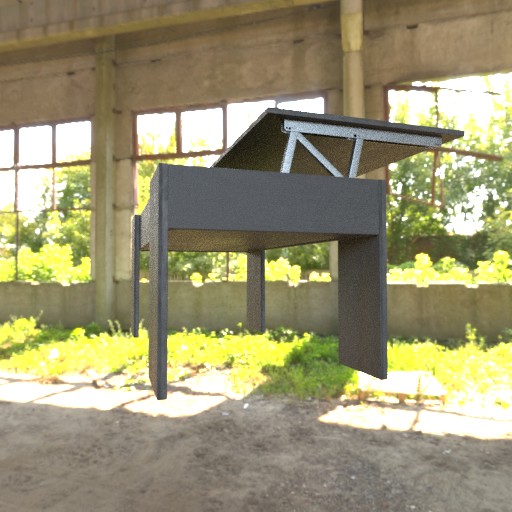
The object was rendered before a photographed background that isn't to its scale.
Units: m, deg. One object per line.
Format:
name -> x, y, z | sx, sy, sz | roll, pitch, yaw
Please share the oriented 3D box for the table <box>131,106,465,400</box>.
table -> 0.000, 0.000, 1.402 | 0.711, 0.570, 1.000 | 1, -2, -18
